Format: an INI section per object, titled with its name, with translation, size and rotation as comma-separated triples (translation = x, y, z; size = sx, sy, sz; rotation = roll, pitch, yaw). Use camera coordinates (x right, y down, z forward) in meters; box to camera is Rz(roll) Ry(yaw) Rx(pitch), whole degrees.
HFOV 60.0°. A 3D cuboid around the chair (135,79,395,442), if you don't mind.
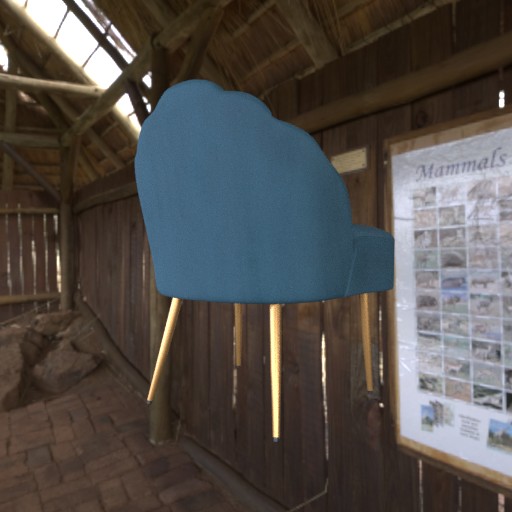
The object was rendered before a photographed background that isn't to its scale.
[chair]
translation = 0.000, 0.000, 1.271
size = 0.657, 0.819, 0.599
rotation = 0, 0, 36
